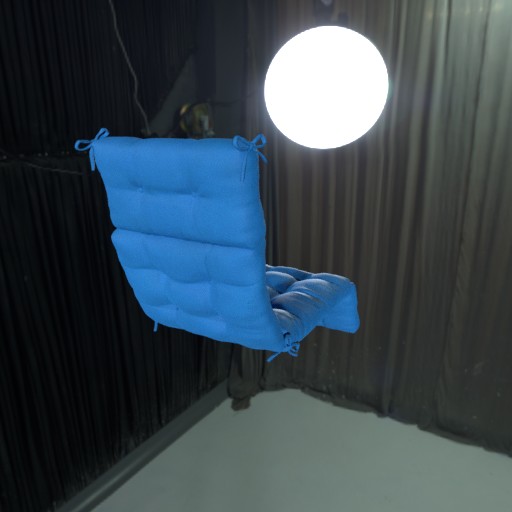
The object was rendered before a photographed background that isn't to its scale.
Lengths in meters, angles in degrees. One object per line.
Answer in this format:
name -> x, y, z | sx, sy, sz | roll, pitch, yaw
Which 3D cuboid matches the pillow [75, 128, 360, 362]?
pillow -> 0.000, 0.000, 1.549 | 0.526, 0.863, 1.016 | 9, 19, 29
